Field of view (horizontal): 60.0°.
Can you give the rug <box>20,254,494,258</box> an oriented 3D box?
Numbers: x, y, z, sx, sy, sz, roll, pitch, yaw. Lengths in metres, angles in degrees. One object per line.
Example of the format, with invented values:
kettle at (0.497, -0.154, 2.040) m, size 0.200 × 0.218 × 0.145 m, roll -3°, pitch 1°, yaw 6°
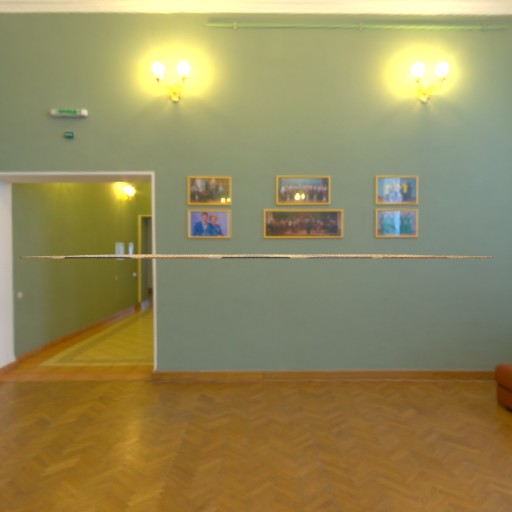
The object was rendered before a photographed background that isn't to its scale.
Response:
rug at (0.000, 0.000, 2.313) m, size 1.828 × 0.006 × 1.216 m, roll 0°, pitch 1°, yaw -2°
